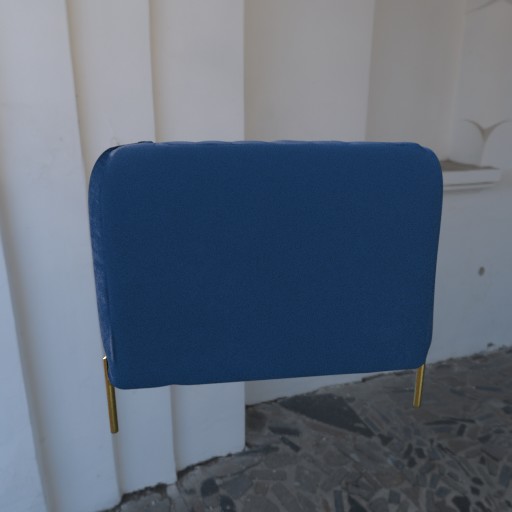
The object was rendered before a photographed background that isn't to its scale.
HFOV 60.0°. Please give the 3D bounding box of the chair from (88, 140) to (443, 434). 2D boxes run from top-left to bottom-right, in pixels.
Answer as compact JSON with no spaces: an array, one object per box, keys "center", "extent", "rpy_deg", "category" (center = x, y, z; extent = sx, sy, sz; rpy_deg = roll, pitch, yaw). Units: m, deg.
[{"center":[0.000,0.000,1.548],"extent":[0.947,0.793,0.877],"rpy_deg":[-2,16,-7],"category":"chair"}]
